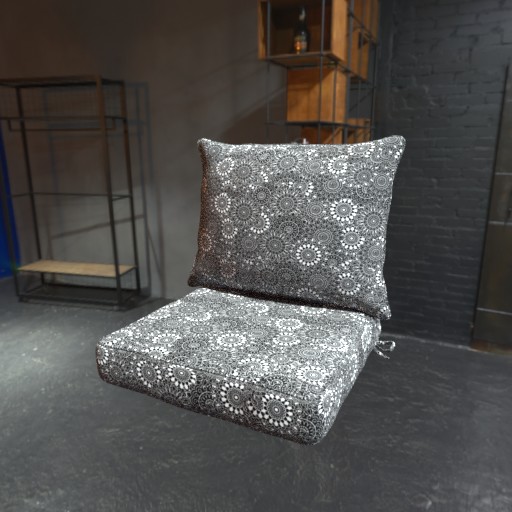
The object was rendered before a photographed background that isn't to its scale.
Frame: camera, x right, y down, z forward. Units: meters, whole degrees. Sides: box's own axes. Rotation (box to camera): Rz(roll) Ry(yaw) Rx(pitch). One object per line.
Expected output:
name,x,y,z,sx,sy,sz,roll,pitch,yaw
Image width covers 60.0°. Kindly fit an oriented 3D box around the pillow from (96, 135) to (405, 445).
pillow,0.000,0.000,1.371,0.798,0.722,0.740,7,16,26
